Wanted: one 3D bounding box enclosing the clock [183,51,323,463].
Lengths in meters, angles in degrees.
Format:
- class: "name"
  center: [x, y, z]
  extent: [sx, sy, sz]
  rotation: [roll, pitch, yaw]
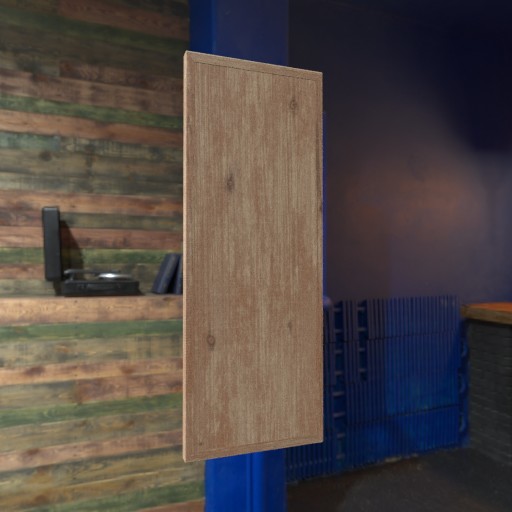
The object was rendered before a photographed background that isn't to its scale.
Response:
- class: "clock"
  center: [0.000, 0.000, 1.111]
  extent: [0.361, 0.965, 0.030]
  rotation: [0, -1, -20]
